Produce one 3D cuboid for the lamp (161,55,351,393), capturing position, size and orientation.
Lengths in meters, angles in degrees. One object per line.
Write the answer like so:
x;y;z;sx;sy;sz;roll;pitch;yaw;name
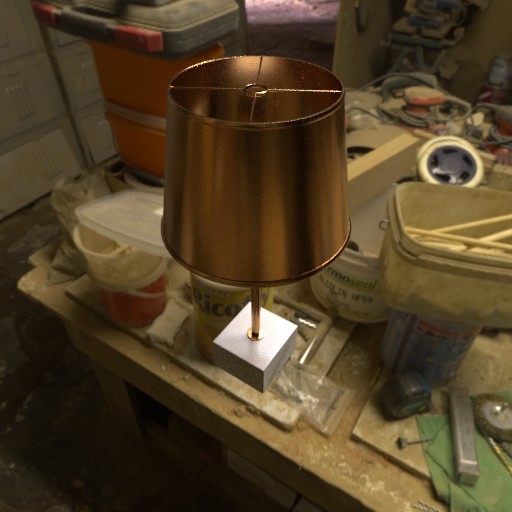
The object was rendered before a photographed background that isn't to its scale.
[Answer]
0.000;0.000;0.527;0.208;0.406;0.208;0;42;0;lamp
